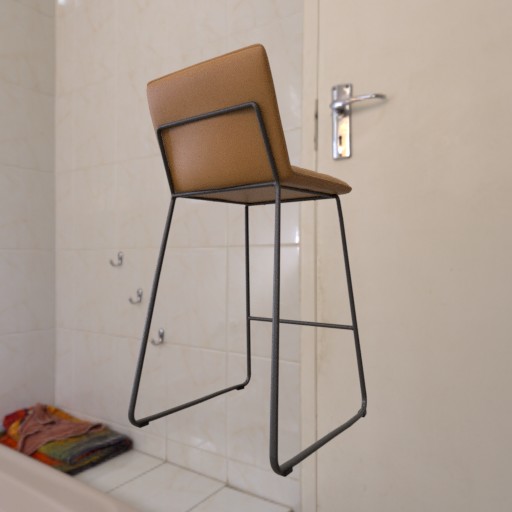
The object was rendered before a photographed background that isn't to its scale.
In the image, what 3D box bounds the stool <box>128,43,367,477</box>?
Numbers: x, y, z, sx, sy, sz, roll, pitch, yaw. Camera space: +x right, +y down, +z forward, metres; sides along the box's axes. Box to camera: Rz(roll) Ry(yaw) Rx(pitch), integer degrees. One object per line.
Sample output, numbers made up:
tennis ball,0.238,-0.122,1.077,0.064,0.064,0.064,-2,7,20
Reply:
stool,0.000,0.000,1.265,0.489,0.936,0.524,0,-1,36
